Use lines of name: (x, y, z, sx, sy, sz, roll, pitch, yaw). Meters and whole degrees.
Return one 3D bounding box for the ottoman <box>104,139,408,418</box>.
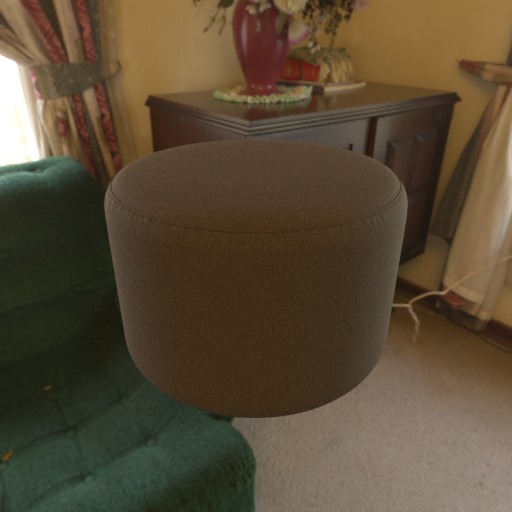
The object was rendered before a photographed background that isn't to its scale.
ottoman: (0.000, 0.000, 0.994, 0.608, 0.433, 0.608, 0, 27, 0)
